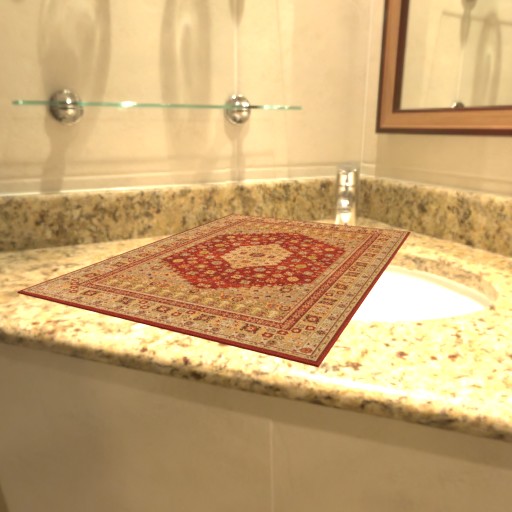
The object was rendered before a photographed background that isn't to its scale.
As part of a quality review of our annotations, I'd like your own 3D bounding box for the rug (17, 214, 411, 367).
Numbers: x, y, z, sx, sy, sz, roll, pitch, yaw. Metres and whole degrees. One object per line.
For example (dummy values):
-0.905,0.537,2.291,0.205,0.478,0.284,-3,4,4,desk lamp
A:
0.000,0.000,2.845,1.593,0.013,2.211,8,19,25,rug
